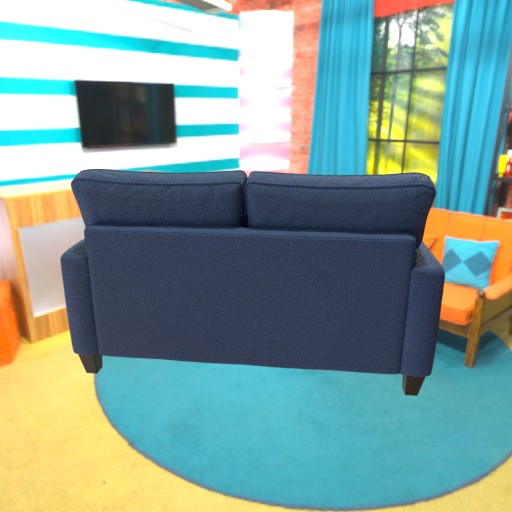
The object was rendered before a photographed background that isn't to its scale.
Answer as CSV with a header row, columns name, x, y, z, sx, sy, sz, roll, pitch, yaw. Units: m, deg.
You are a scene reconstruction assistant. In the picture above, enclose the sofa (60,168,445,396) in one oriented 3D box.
name,x,y,z,sx,sy,sz,roll,pitch,yaw
sofa,0.000,0.000,2.307,1.651,0.965,0.965,2,18,6
